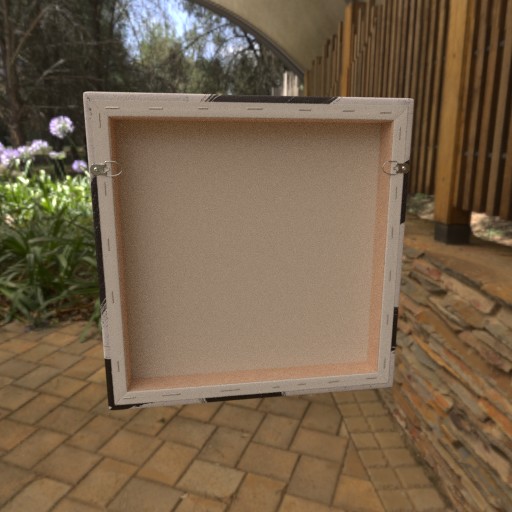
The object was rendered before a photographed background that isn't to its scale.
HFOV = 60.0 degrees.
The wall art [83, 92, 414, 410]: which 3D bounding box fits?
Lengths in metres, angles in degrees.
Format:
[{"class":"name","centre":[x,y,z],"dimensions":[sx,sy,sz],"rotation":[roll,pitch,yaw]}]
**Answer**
[{"class":"wall art","centre":[0.000,0.000,0.746],"dimensions":[0.507,0.508,0.050],"rotation":[-2,13,-9]}]
